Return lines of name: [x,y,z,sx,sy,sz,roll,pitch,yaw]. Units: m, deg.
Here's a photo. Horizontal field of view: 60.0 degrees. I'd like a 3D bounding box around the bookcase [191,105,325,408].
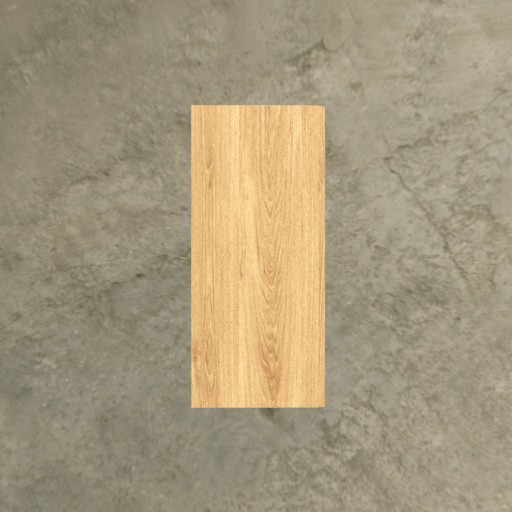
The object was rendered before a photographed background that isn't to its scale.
bookcase: [0.000,0.000,2.402,0.420,2.020,0.950,0,90,0]
